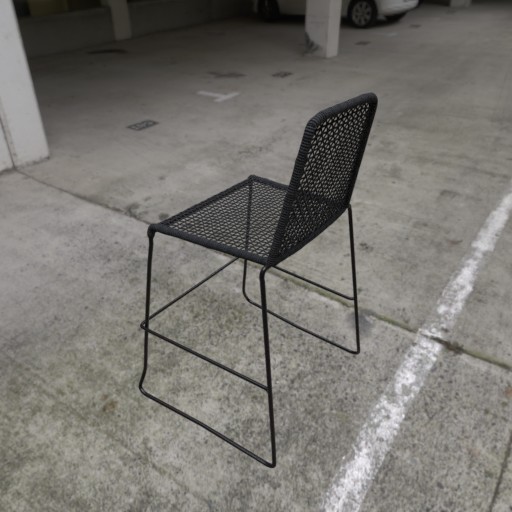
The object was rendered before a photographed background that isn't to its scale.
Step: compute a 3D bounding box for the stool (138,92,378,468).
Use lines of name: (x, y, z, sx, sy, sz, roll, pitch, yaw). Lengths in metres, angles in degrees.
stool: (0.000, 0.000, 1.257, 0.509, 0.905, 0.590, 21, 37, 30)
